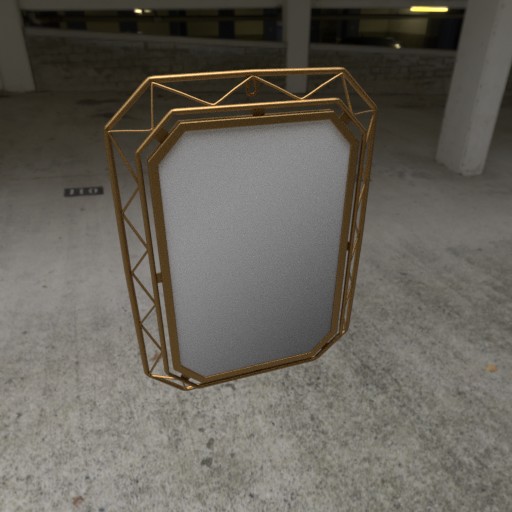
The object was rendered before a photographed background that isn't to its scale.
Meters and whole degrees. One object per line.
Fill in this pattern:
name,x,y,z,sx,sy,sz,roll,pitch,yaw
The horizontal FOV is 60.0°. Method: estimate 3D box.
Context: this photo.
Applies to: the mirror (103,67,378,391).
mirror,0.000,0.000,0.728,0.417,0.566,0.042,-9,31,-16
